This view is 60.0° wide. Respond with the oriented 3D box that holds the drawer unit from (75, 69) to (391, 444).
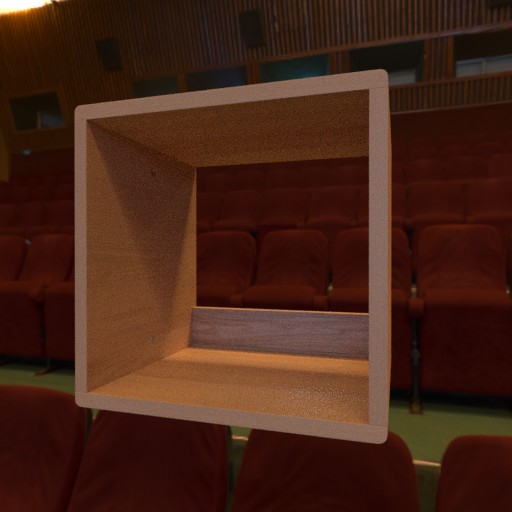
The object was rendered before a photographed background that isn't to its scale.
[{"bbox_3d":[0.000,0.000,0.595,0.344,0.344,0.290,0,0,18],"label":"drawer unit"}]
